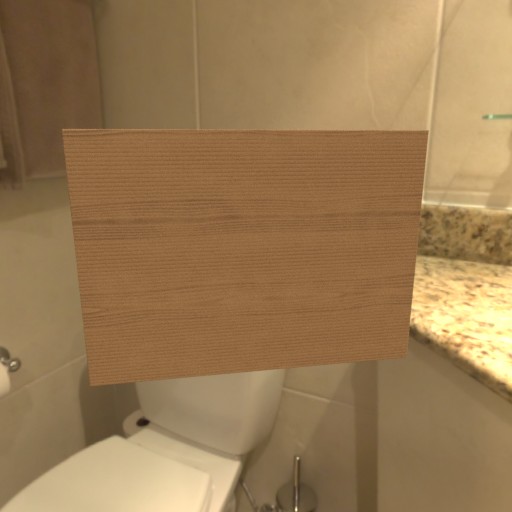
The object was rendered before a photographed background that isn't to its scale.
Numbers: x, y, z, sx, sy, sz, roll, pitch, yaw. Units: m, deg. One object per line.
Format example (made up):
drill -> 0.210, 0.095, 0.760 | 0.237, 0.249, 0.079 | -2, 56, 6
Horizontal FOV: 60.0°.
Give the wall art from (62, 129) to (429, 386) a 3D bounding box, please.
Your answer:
wall art -> 0.000, 0.000, 1.112 | 0.841, 0.609, 0.063 | -3, 15, -10
